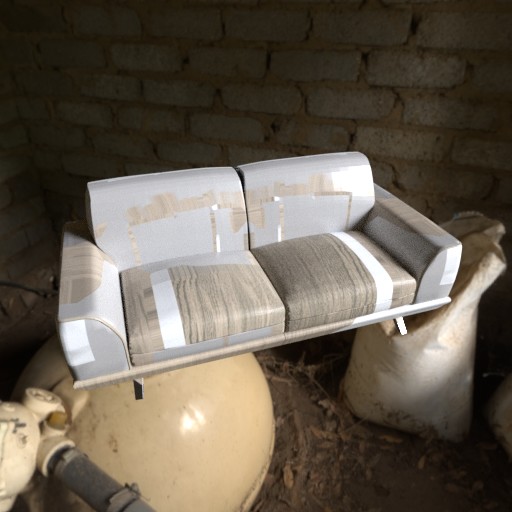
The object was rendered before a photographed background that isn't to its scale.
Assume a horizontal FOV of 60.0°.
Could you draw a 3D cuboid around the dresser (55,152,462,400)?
[{"bbox_3d":[0.000,0.000,5.739,4.679,1.863,2.251,-10,33,-16],"label":"dresser"}]
